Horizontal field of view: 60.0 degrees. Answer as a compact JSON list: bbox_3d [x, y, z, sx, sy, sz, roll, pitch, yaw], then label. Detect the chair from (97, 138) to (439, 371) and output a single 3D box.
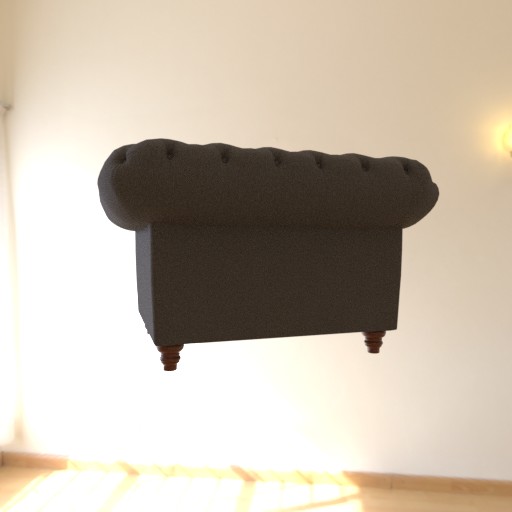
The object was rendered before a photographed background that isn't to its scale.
[{"bbox_3d":[0.000,0.000,1.904,1.270,0.770,0.976,0,1,-18],"label":"chair"}]
